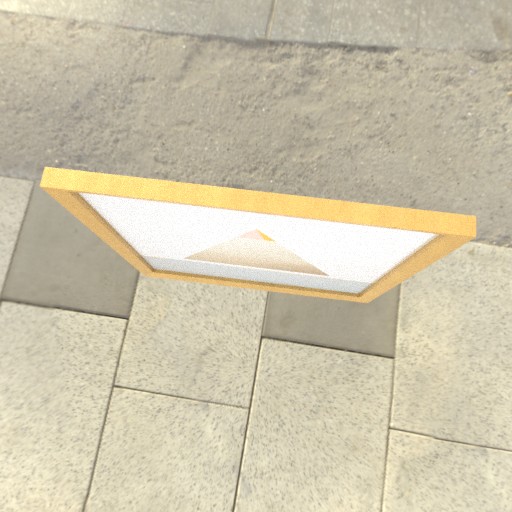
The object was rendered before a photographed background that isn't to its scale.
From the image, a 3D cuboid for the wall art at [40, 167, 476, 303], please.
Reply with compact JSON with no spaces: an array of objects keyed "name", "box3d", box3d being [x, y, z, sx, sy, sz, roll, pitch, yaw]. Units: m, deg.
[{"name":"wall art","box3d":[0.000,0.000,2.899,1.935,1.936,0.097,7,76,2]}]
